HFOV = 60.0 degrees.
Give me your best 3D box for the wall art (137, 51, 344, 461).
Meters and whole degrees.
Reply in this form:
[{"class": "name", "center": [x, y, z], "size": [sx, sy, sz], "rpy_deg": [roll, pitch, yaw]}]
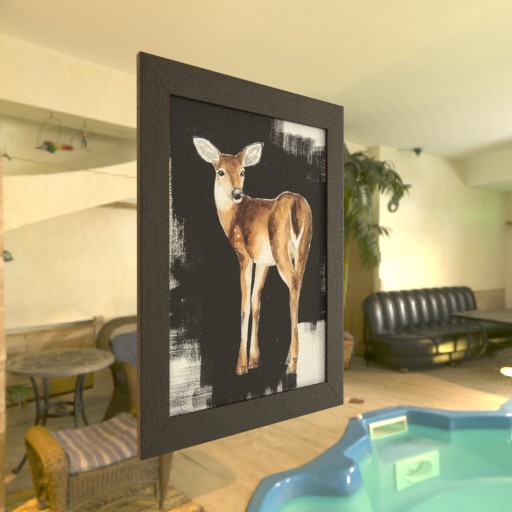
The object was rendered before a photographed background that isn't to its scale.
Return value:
[{"class": "wall art", "center": [0.000, 0.000, 0.656], "size": [0.359, 0.508, 0.013], "rpy_deg": [0, 0, -35]}]
